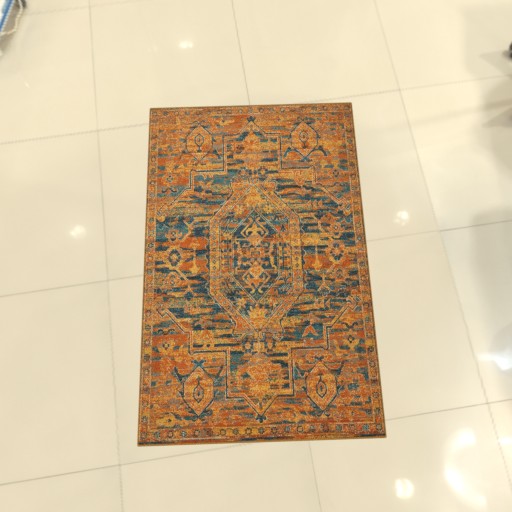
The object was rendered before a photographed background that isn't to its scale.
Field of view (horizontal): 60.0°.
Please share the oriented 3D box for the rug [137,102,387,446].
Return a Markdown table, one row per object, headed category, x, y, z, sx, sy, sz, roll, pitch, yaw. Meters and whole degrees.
| category | x | y | z | sx | sy | sz | roll | pitch | yaw |
| --- | --- | --- | --- | --- | --- | --- | --- | --- | --- |
| rug | 0.000 | 0.000 | 1.104 | 0.557 | 0.008 | 0.863 | -2 | 74 | -1 |
